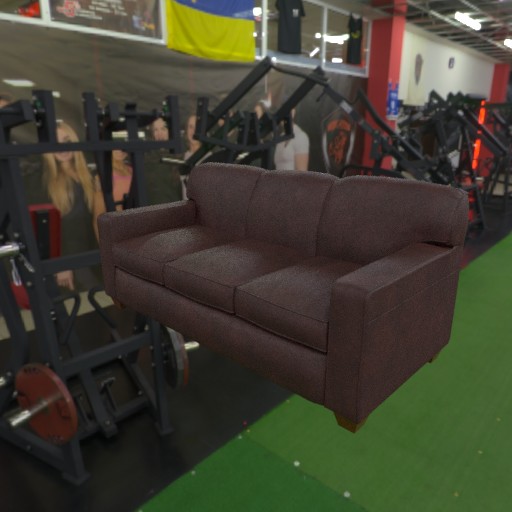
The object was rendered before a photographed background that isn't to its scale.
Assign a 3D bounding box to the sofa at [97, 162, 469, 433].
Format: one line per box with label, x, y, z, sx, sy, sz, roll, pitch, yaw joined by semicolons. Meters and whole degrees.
sofa;0.000;0.000;2.614;2.039;0.953;1.008;16;23;41
